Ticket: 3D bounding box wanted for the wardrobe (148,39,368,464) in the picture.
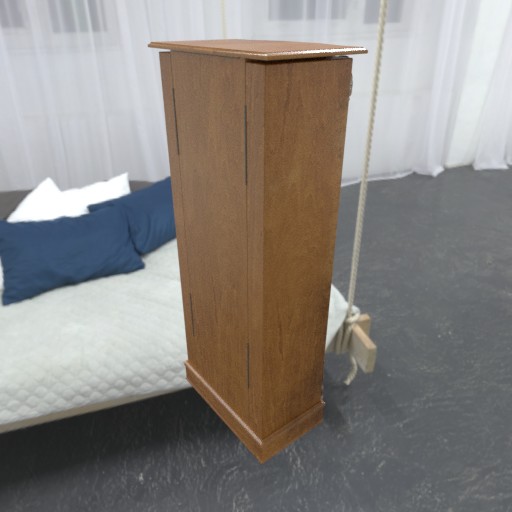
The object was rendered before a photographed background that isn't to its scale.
[{"bbox_3d":[0.000,0.000,1.109,0.273,0.959,0.406,-20,35,-33],"label":"wardrobe"}]
